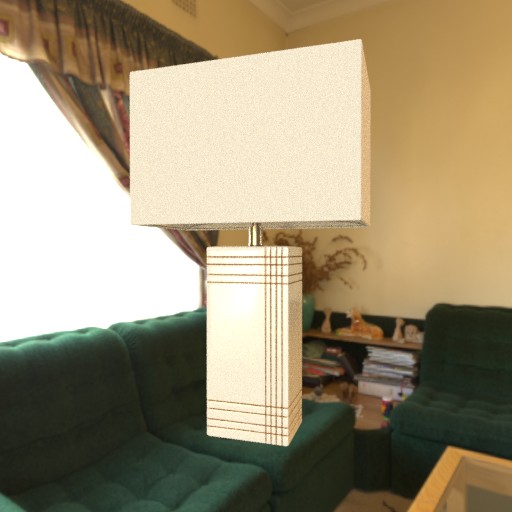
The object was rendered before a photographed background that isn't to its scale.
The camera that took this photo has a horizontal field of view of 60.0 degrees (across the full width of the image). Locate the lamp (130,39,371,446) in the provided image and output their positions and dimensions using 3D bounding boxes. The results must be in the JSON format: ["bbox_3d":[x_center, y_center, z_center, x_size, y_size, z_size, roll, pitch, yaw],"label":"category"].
[{"bbox_3d":[0.000,0.000,0.689,0.334,0.543,0.182,0,1,18],"label":"lamp"}]
